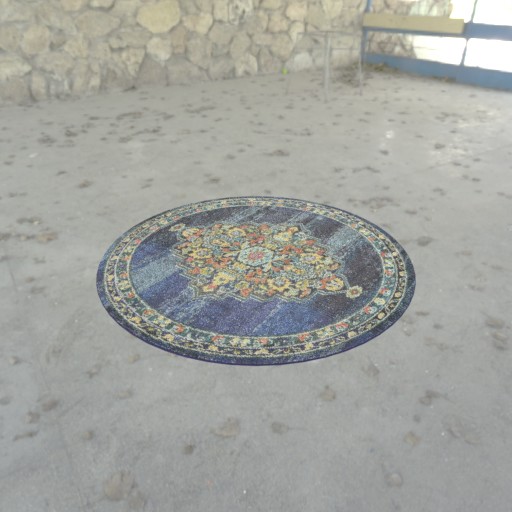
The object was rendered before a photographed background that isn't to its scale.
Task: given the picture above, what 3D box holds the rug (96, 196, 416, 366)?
[{"bbox_3d":[0.000,0.000,3.464,2.386,0.014,2.386,0,30,0],"label":"rug"}]
